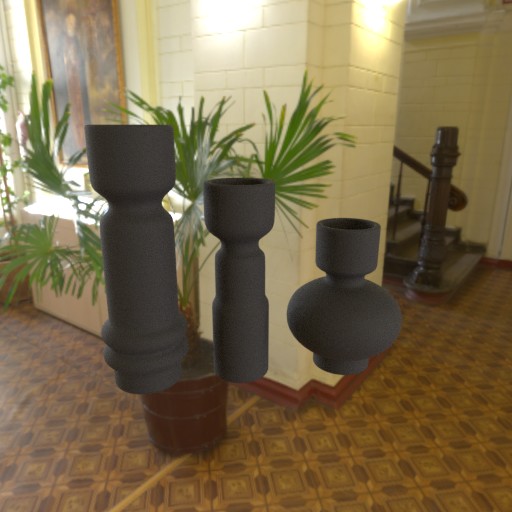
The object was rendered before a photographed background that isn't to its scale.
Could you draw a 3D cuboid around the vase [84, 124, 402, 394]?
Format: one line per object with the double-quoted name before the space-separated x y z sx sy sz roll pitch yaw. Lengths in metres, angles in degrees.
"vase" 0.000 0.000 0.438 0.307 0.249 0.120 -3 16 -9
